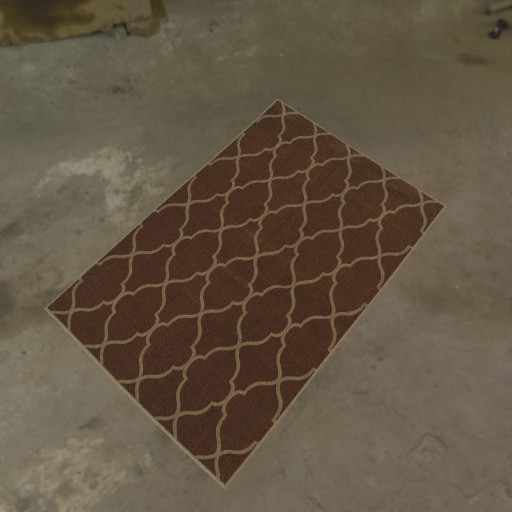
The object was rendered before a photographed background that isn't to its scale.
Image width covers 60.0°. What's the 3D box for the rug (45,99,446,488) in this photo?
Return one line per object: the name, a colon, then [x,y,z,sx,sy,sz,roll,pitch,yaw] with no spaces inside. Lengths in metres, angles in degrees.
rug: [0.000,0.000,2.911,1.528,0.014,2.294,38,70,16]
